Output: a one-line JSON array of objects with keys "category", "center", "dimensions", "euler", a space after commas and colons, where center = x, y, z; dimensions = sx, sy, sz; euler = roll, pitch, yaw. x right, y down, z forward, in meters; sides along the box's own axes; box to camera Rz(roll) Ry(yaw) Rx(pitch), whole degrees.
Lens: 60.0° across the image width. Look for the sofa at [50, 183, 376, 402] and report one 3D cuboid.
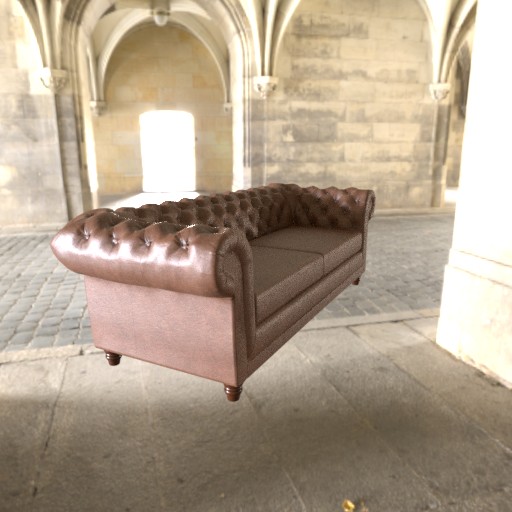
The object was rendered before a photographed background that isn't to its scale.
[{"category": "sofa", "center": [0.000, 0.000, 2.823], "dimensions": [0.944, 0.783, 2.385], "euler": [7, 15, 27]}]
